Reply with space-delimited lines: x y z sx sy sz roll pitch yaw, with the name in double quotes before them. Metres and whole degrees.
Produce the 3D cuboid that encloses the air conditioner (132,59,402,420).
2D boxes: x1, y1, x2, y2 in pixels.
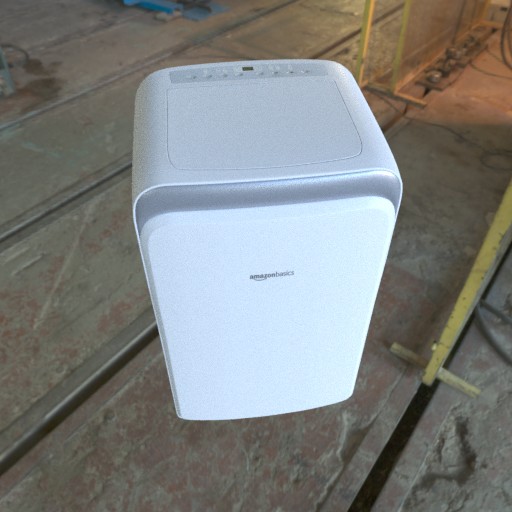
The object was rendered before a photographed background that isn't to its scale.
"air conditioner" 0.000 0.000 1.030 0.478 0.765 0.467 -5 46 -5
